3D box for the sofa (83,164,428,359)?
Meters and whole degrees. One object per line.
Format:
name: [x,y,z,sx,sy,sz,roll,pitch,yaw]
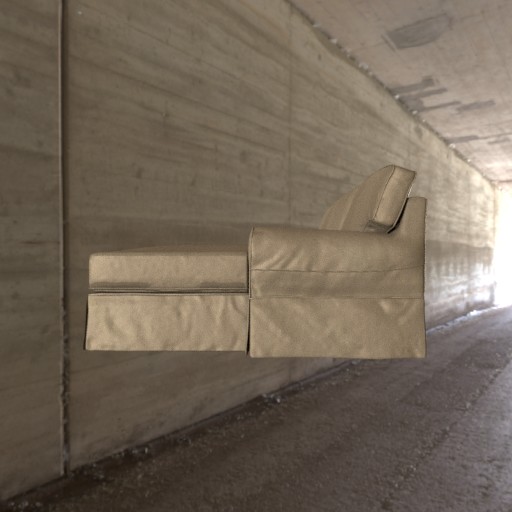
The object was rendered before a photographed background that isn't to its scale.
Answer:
sofa: [0.000,0.000,3.355,1.733,0.978,2.475,0,1,1]
